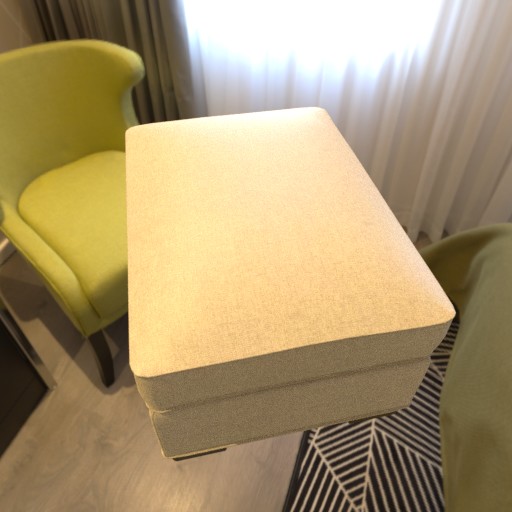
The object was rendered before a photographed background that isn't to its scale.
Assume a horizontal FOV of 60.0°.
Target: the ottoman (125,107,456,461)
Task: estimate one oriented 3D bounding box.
[{"bbox_3d":[0.000,0.000,1.208,0.619,0.504,0.843,-9,47,-8],"label":"ottoman"}]
